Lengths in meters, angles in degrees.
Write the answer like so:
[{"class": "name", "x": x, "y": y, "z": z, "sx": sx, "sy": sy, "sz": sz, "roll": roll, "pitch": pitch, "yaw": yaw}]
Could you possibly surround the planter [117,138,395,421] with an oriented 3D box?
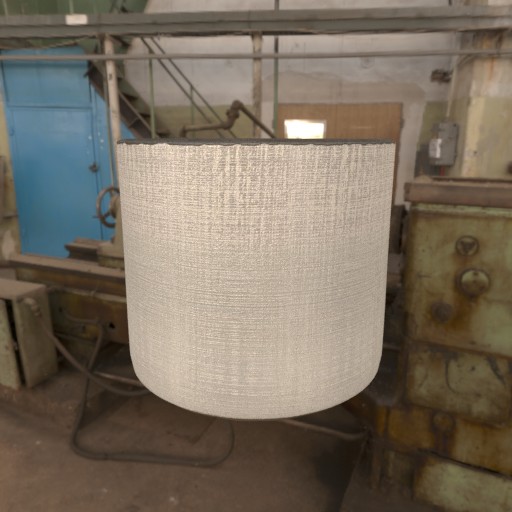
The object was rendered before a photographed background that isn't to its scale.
[{"class": "planter", "x": 0.000, "y": 0.000, "z": 0.218, "sx": 0.125, "sy": 0.112, "sz": 0.125, "roll": 0, "pitch": 15, "yaw": 0}]
